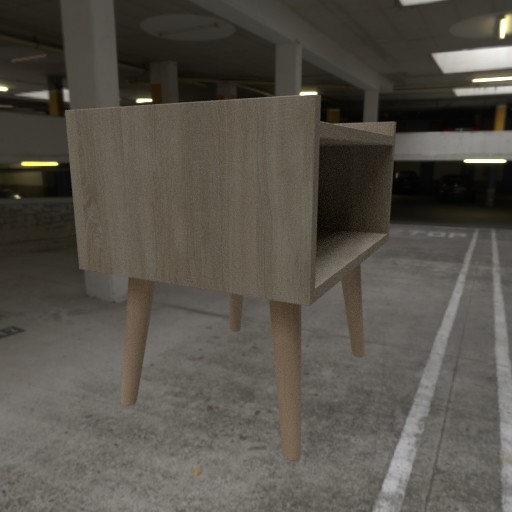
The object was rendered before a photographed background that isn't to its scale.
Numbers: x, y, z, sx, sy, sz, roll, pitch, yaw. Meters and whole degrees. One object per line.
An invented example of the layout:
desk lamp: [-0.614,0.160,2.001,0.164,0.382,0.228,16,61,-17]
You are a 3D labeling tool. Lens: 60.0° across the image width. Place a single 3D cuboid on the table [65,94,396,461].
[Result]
table: [0.000,0.000,0.785,0.370,0.470,0.450,7,14,27]
